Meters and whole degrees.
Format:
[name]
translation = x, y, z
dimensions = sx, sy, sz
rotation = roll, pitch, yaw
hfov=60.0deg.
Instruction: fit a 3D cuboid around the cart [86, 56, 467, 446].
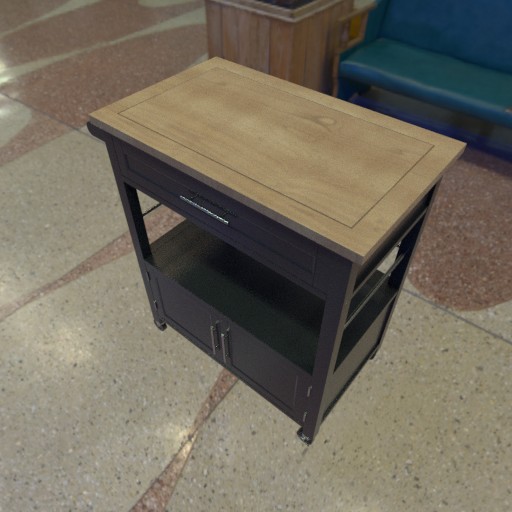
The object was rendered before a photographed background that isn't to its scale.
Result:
[cart]
translation = 0.000, 0.000, 1.372
dimensions = 0.840, 0.901, 0.459
rotation = 30, 53, 26
